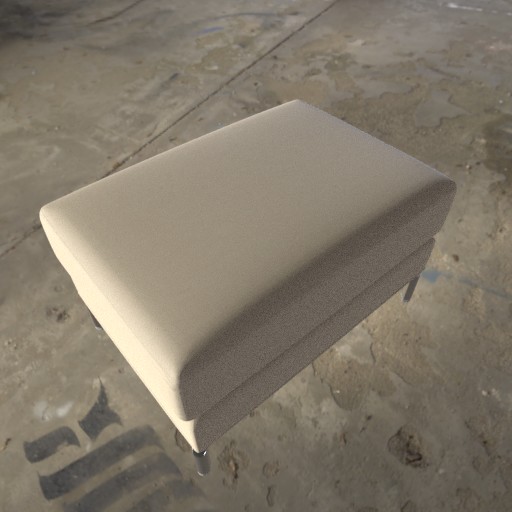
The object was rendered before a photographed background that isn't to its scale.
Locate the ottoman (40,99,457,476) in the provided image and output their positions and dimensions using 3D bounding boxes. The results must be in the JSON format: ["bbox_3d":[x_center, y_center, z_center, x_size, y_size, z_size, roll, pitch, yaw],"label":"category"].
[{"bbox_3d":[0.000,0.000,1.179,0.835,0.497,0.581,-32,54,-27],"label":"ottoman"}]
